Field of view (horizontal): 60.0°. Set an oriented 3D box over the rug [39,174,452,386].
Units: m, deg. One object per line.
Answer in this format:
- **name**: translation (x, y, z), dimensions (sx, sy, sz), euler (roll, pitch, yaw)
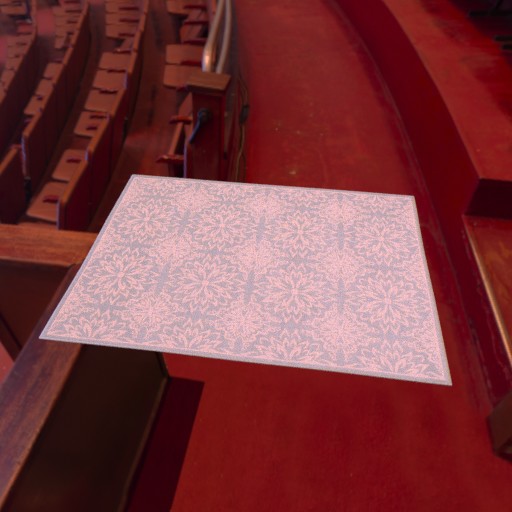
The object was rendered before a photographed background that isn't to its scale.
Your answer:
- **rug**: translation (0.000, 0.000, 2.897), dimensions (2.205, 0.014, 1.589), euler (5, 45, 5)
